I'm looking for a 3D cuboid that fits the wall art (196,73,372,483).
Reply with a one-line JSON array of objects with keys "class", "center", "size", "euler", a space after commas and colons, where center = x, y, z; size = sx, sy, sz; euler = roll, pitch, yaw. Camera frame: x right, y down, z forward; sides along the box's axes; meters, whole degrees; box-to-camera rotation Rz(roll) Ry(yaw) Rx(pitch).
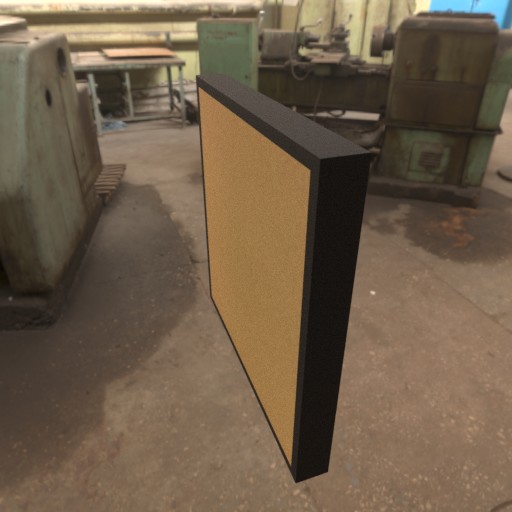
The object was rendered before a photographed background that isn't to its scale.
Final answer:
[{"class": "wall art", "center": [0.000, 0.000, 0.453], "size": [0.033, 0.304, 0.305], "euler": [-10, 32, -17]}]
